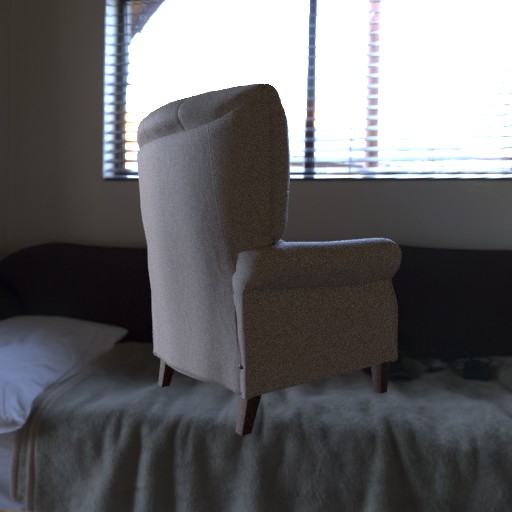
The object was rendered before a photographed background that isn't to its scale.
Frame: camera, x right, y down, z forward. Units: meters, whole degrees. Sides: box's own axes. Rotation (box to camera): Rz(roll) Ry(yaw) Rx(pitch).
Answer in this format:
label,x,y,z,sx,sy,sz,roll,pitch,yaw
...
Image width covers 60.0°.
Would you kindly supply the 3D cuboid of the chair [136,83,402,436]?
label,x,y,z,sx,sy,sz,roll,pitch,yaw
chair,0.000,0.000,1.966,1.025,1.209,0.942,-1,2,-36
